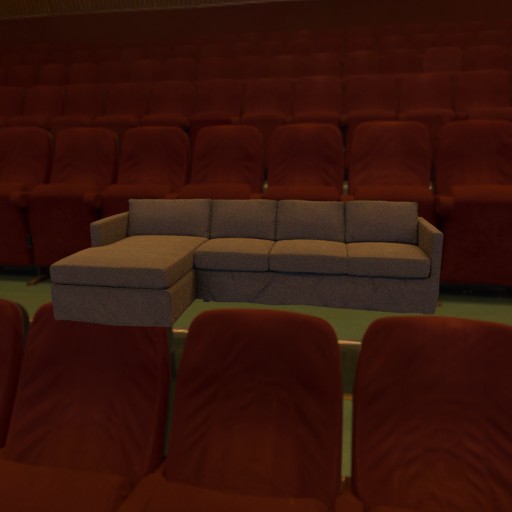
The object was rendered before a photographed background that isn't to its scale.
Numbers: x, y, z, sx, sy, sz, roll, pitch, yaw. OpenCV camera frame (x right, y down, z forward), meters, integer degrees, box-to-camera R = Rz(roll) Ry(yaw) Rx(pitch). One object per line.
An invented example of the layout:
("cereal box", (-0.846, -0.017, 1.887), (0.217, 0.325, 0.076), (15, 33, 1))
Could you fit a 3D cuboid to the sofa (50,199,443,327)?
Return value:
("sofa", (0.000, 0.000, 4.081), (3.205, 0.922, 1.650), (2, 14, 9))
